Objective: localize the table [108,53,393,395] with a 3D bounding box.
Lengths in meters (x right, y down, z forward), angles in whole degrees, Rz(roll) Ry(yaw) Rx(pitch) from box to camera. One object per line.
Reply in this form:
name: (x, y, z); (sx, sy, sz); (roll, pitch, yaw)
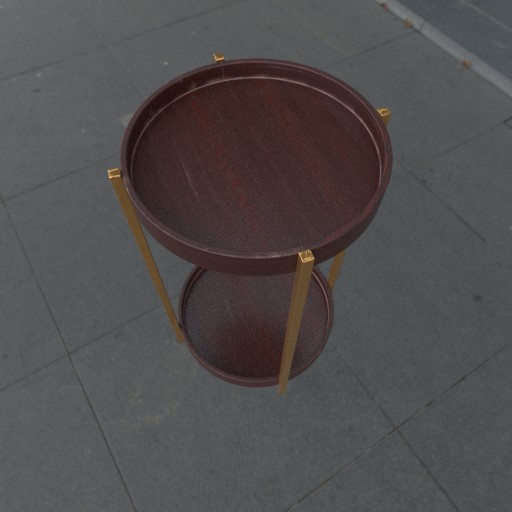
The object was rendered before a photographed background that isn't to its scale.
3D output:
table: (0.000, 0.000, 0.864); (0.400, 0.610, 0.400); (-15, 60, -9)
